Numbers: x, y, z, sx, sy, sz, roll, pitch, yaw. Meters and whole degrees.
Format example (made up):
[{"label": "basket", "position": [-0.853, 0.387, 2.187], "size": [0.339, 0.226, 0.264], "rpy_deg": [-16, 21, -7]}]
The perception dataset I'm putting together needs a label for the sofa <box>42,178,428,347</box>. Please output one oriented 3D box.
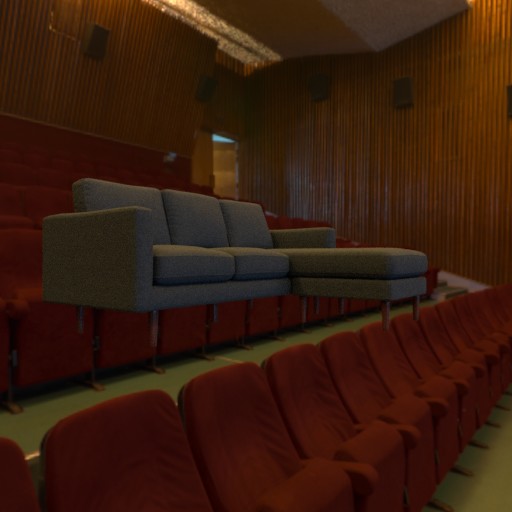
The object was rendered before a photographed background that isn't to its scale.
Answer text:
[{"label": "sofa", "position": [0.000, 0.000, 2.966], "size": [1.667, 0.957, 2.055], "rpy_deg": [0, 0, 38]}]
